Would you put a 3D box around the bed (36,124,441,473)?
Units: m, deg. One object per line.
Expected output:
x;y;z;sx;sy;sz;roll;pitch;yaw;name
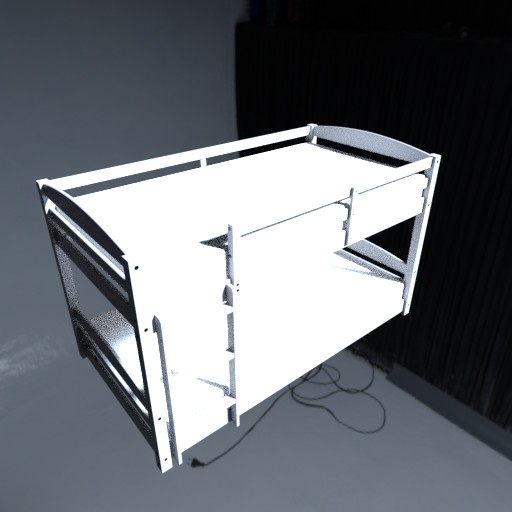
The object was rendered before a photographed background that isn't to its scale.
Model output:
0.000;0.000;2.721;2.013;1.206;1.105;-22;36;-34;bed
